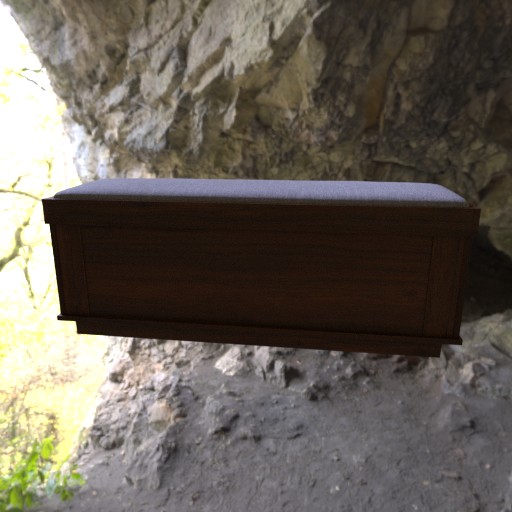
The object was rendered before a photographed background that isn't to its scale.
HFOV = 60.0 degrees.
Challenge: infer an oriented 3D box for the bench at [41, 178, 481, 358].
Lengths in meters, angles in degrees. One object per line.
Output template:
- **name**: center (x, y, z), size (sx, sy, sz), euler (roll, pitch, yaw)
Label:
- **bench**: center (0.000, 0.000, 1.424), size (1.196, 0.468, 0.367), euler (2, 16, 8)
